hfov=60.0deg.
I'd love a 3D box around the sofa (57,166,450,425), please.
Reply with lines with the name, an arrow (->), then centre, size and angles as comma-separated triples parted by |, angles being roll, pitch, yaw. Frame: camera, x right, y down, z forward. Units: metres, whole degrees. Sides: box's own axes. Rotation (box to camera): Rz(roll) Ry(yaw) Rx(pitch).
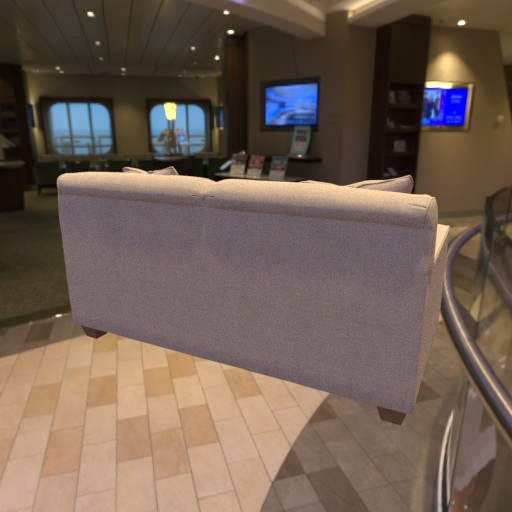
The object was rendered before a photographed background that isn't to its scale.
sofa -> 0.000, 0.000, 2.391 | 1.846, 0.958, 0.998 | 8, 18, 26
